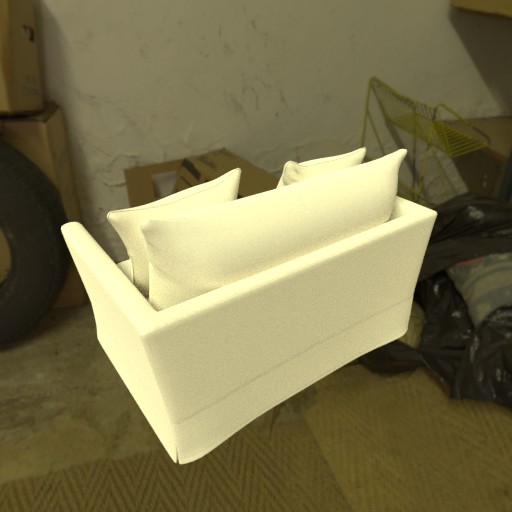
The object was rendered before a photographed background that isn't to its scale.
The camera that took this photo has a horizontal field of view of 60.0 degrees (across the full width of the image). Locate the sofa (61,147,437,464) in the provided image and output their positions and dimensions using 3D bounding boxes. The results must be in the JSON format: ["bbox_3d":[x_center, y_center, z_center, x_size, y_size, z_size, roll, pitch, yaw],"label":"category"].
[{"bbox_3d":[0.000,0.000,2.287,1.608,1.039,1.026,-20,36,-30],"label":"sofa"}]
